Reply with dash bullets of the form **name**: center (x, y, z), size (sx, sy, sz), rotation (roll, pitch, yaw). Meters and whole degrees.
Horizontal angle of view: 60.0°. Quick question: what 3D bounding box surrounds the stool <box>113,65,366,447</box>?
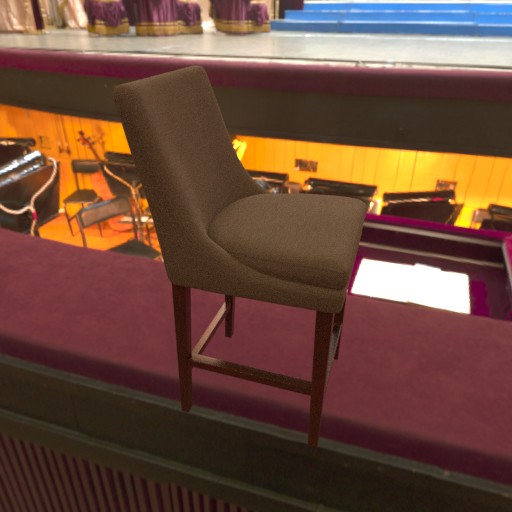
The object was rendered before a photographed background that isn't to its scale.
- **stool**: center (0.000, 0.000, 1.303), size (0.577, 0.981, 0.470), rotation (9, 31, 15)
